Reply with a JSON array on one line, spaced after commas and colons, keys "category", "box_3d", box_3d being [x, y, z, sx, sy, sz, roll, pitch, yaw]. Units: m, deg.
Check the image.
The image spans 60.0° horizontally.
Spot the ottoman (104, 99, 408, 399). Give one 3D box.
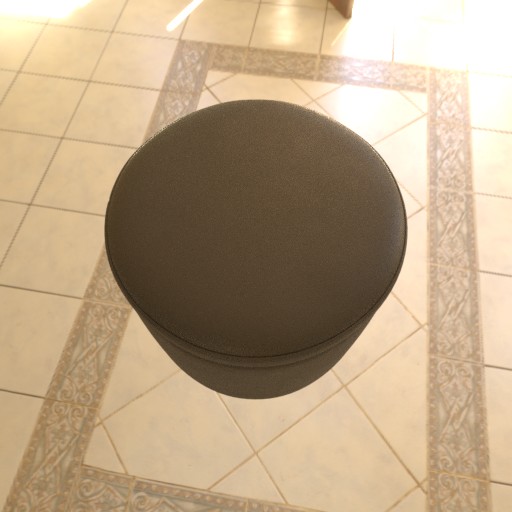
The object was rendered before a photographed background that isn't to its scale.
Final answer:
[{"category": "ottoman", "box_3d": [0.000, 0.000, 0.882, 0.500, 0.409, 0.500, 0, 64, 0]}]
